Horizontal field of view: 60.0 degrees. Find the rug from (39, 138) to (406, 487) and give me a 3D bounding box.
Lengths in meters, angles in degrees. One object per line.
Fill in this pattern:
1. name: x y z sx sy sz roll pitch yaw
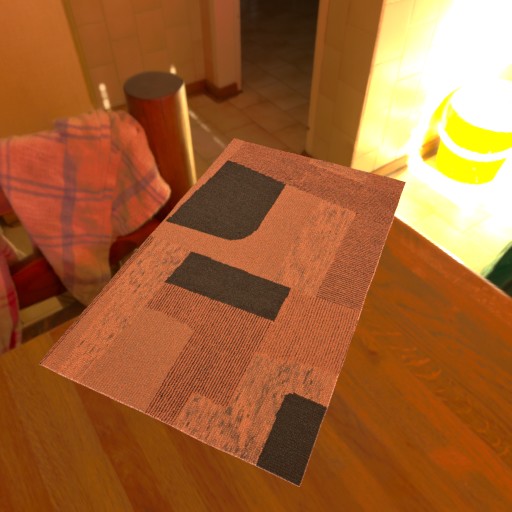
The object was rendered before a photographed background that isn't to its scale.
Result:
1. rug: 0.000 0.000 2.963 1.521 0.015 2.436 18 50 16
